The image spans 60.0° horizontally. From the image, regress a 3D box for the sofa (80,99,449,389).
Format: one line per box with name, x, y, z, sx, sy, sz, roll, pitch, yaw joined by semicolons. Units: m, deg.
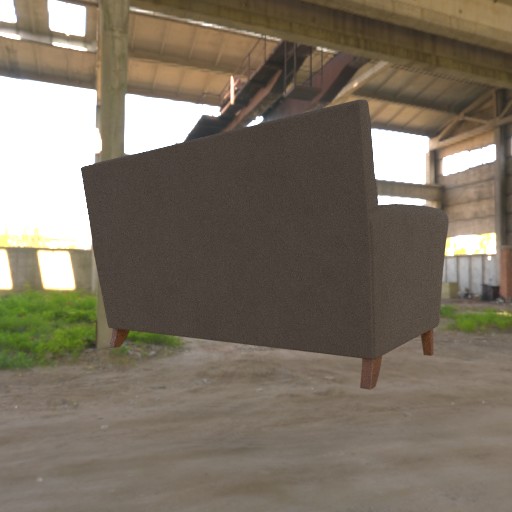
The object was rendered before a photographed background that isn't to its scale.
sofa;0.000;0.000;1.955;1.420;0.846;0.871;-1;-3;36
